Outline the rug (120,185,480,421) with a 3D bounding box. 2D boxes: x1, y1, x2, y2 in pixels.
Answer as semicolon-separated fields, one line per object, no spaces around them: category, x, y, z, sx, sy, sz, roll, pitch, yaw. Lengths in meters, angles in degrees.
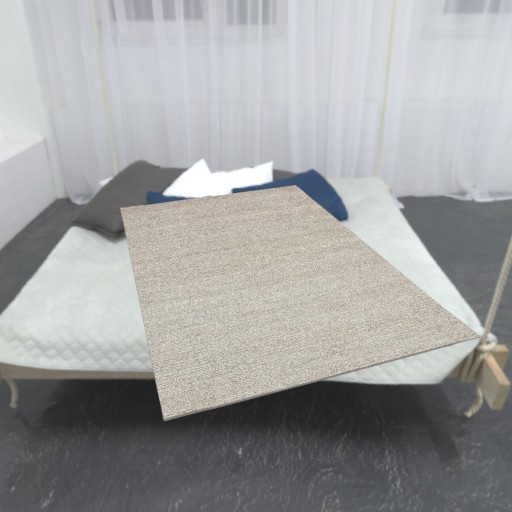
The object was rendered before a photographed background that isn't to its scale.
rug;0.000;0.000;2.982;1.609;0.030;2.342;-10;31;-17
